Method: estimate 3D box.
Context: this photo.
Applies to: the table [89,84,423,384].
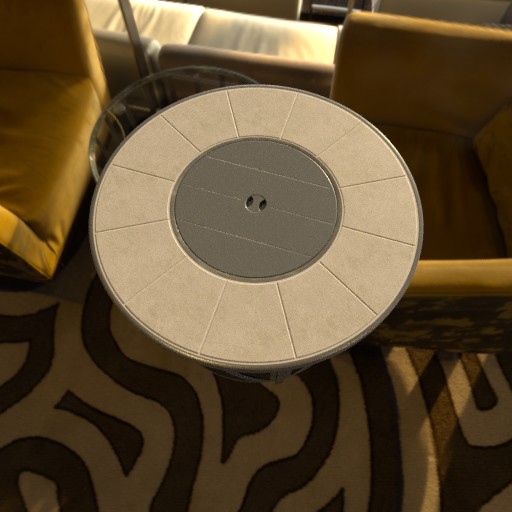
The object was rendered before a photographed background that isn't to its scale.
[{"bbox_3d":[0.000,0.000,1.519,0.914,0.650,0.914,0,63,0],"label":"table"}]
